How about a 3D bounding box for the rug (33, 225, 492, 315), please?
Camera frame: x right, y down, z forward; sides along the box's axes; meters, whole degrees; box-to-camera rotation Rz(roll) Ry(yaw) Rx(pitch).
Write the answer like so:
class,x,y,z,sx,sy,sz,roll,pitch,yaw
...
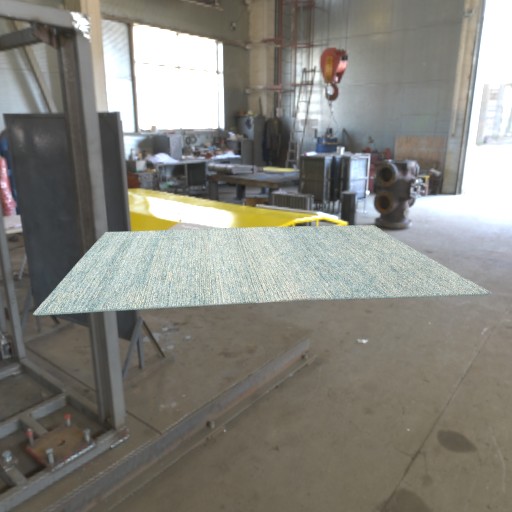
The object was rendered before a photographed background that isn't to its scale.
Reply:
class,x,y,z,sx,sy,sz,roll,pitch,yaw
rug,0.000,0.000,2.920,2.260,0.026,1.611,-2,17,-6
